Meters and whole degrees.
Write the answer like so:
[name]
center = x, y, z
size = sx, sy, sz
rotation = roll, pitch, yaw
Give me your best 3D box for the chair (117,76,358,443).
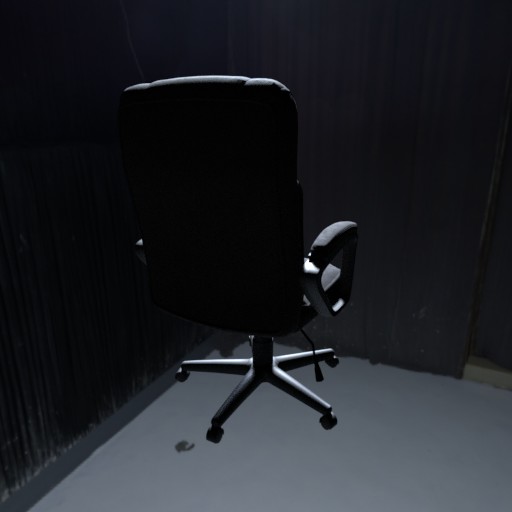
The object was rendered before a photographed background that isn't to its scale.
[chair]
center = 0.000, 0.000, 1.527
size = 0.667, 1.105, 0.724
rotation = 9, 19, 26
